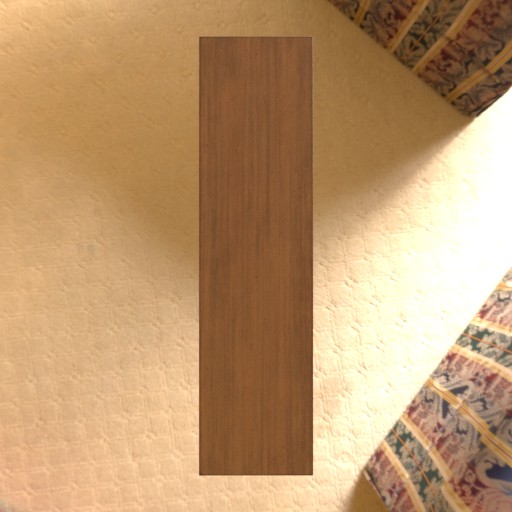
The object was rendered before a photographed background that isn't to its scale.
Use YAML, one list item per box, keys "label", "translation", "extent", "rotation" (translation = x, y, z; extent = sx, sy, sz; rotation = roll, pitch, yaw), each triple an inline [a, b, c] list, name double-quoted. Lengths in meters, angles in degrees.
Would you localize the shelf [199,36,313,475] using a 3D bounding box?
- label: "shelf"
  translation: [0.000, 0.000, 0.736]
  extent: [0.166, 0.190, 0.636]
  rotation: [0, 90, 0]
